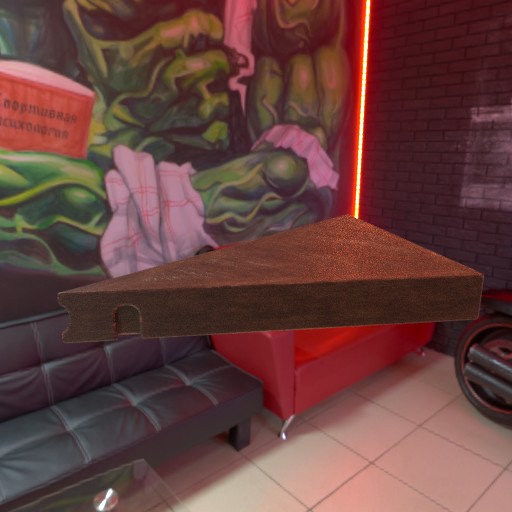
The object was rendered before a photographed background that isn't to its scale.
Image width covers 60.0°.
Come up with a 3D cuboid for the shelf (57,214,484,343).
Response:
[{"bbox_3d":[0.000,0.000,0.447,0.296,0.035,0.296,-2,14,-8],"label":"shelf"}]
